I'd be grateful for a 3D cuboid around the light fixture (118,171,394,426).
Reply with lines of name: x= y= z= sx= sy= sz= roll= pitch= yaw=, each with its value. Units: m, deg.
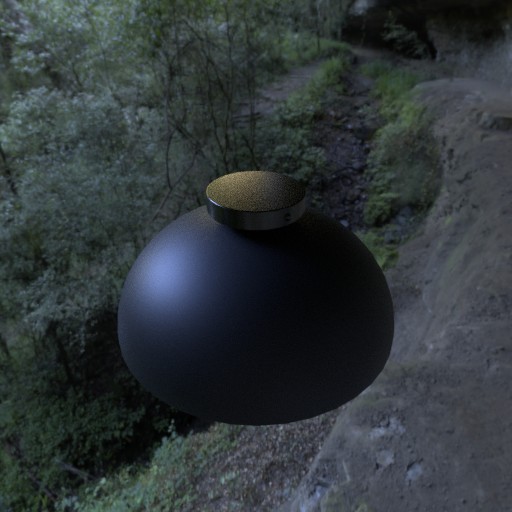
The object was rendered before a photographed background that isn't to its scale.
light fixture: x=0.000 y=0.000 z=0.545 sx=0.355 sy=0.177 sz=0.355 roll=0 pitch=32 yaw=0
